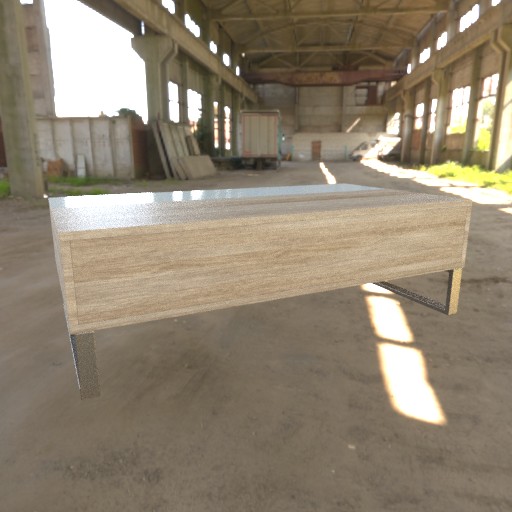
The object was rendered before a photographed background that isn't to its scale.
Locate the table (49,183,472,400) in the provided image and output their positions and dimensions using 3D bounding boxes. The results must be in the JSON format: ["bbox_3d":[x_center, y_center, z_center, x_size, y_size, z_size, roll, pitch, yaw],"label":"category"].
[{"bbox_3d":[0.000,0.000,1.352,1.100,0.350,0.600,-7,16,-25],"label":"table"}]
